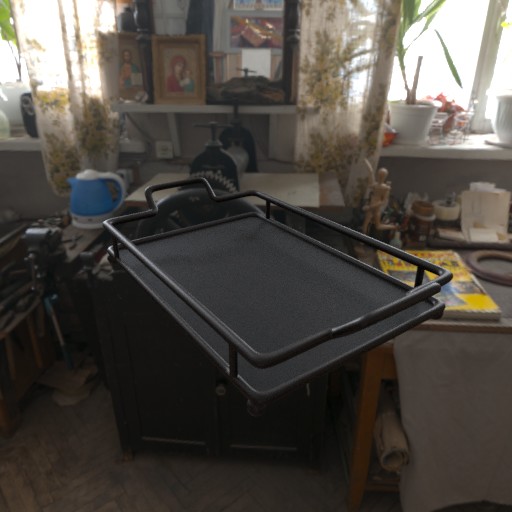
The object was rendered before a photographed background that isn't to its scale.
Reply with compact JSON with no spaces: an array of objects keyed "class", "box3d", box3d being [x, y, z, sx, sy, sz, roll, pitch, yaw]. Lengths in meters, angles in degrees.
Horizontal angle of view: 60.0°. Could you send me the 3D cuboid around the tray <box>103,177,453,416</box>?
[{"class":"tray","box3d":[0.000,0.000,0.617,0.297,0.101,0.495,-17,30,-32]}]
